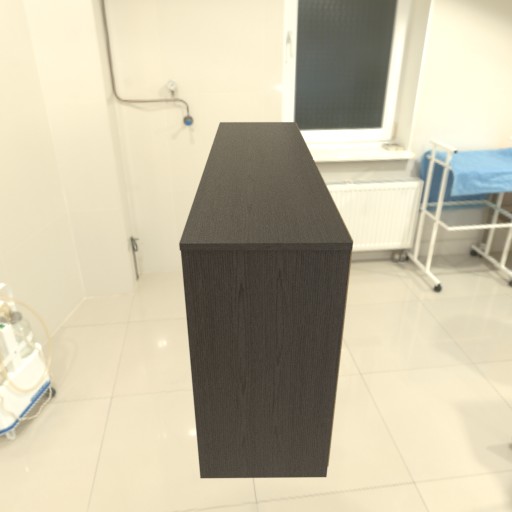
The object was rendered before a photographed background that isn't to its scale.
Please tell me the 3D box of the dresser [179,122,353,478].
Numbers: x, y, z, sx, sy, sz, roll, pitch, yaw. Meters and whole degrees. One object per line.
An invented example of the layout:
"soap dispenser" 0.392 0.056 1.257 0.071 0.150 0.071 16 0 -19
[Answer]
"dresser" 0.000 0.000 1.704 0.401 0.755 1.360 0 27 -1
